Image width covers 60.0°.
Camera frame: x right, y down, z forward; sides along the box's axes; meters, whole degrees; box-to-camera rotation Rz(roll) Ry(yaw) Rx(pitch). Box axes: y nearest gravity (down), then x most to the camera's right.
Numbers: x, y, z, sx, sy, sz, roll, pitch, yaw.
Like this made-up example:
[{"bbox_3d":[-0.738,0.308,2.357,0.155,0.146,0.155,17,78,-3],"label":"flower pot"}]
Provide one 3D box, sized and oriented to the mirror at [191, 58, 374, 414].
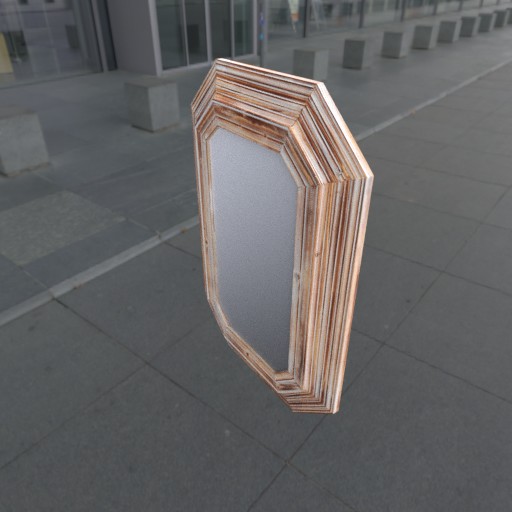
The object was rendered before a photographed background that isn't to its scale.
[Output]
[{"bbox_3d":[0.000,0.000,1.294,0.061,1.015,0.709,-21,38,-30],"label":"mirror"}]
